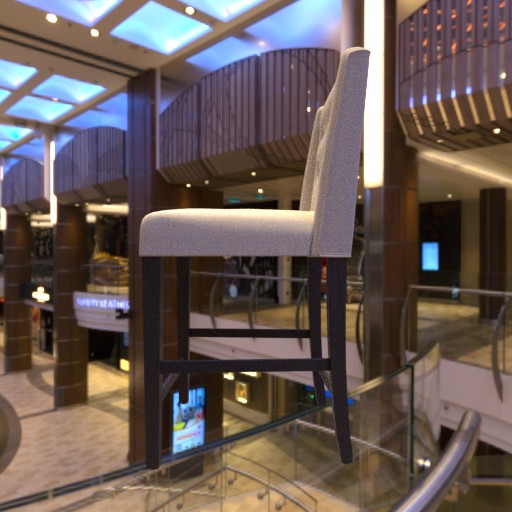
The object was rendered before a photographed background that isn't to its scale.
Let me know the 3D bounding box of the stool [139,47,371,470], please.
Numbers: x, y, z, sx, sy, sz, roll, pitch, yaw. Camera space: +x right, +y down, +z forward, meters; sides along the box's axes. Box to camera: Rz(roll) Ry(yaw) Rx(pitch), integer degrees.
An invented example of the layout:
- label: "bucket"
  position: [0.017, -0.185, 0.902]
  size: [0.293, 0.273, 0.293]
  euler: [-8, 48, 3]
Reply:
- label: "stool"
  position: [0.000, 0.000, 1.190]
  size: [0.509, 0.939, 0.474]
  euler: [0, 1, 0]
